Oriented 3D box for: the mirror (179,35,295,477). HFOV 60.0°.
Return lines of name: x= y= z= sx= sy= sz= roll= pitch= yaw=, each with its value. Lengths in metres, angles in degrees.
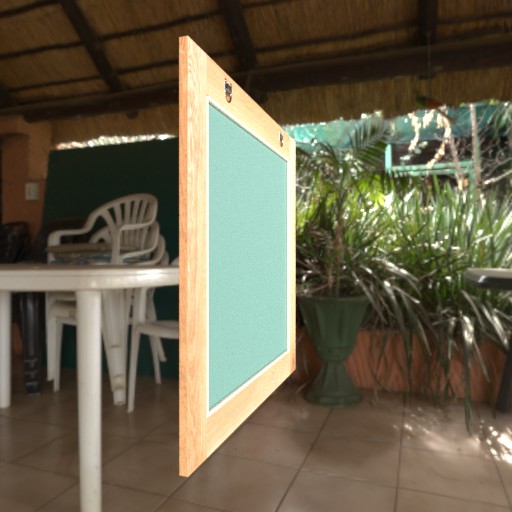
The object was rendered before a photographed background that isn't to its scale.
mirror: x=0.000 y=0.000 z=1.183 sx=0.020 sy=0.800 sz=0.800 roll=0 pitch=0 yaw=19
